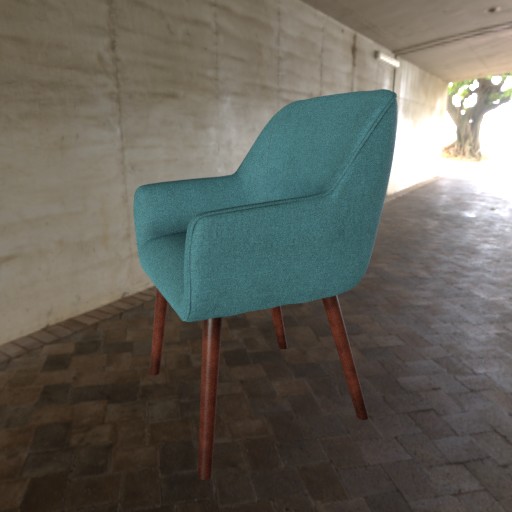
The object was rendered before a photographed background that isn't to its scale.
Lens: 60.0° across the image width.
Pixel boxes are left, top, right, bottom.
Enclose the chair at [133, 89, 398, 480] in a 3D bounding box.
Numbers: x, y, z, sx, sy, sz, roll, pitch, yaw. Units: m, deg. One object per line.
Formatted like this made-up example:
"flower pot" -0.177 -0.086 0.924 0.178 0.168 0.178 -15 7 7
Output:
"chair" 0.000 0.000 1.143 0.519 0.803 0.543 -7 17 -24
